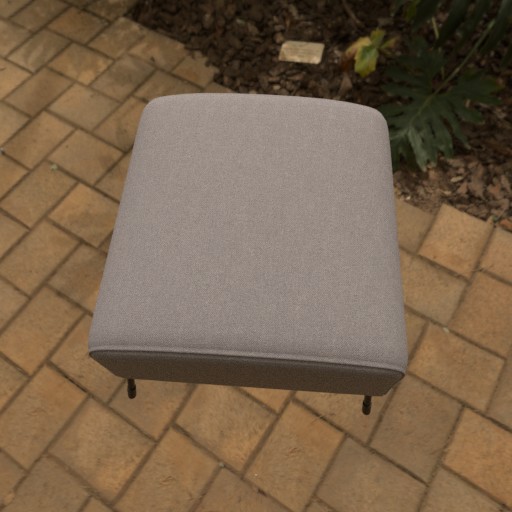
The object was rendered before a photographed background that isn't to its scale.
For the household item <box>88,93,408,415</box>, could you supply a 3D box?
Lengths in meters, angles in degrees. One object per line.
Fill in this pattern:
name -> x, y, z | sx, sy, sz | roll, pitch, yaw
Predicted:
household item -> 0.000, 0.000, 0.895 | 0.530, 0.410, 0.530 | 3, 64, 2
